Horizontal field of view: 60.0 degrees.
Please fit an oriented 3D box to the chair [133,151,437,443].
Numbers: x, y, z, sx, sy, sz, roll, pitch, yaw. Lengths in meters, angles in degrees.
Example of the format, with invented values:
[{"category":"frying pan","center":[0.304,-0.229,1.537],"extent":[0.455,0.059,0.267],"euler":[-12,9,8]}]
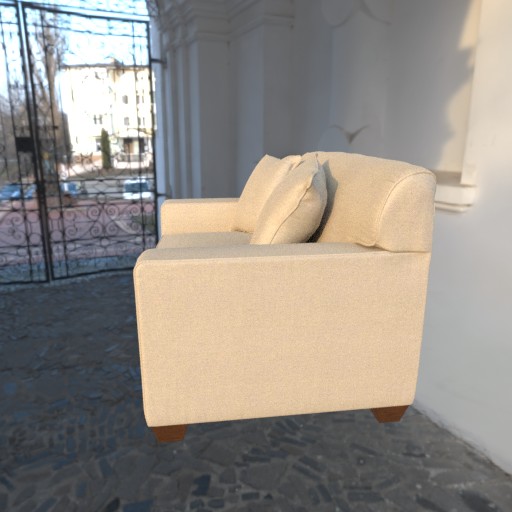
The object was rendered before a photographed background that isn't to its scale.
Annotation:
[{"category":"chair","center":[0.000,0.000,2.069],"extent":[1.000,0.948,1.383],"euler":[-2,15,-8]}]
